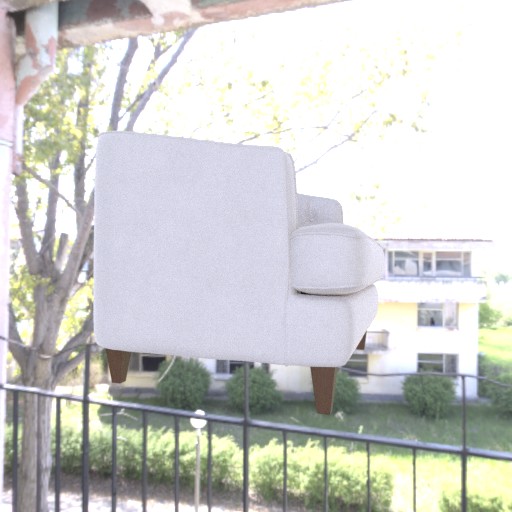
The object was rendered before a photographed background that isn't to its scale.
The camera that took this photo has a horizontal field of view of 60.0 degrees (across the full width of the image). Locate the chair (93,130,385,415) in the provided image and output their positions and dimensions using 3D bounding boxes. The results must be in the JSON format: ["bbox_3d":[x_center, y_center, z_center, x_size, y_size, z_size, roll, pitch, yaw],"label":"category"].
[{"bbox_3d":[0.000,0.000,1.740,0.941,0.852,1.104,0,-1,19],"label":"chair"}]
